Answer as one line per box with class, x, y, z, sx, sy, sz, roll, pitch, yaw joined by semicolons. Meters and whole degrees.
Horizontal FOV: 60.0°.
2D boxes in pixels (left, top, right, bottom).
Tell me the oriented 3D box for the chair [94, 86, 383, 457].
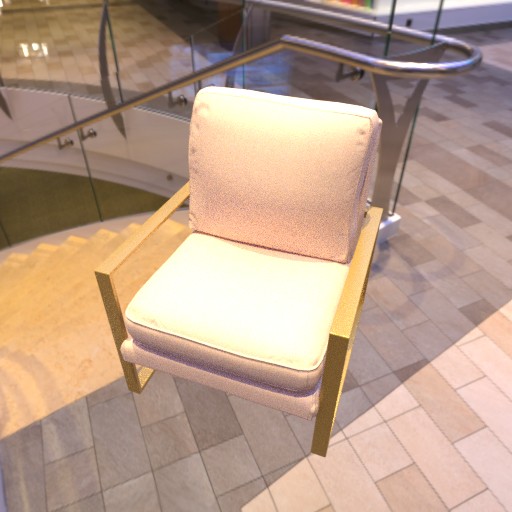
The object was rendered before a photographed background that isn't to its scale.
chair;0.000;0.000;1.537;0.758;0.956;0.813;13;41;16
